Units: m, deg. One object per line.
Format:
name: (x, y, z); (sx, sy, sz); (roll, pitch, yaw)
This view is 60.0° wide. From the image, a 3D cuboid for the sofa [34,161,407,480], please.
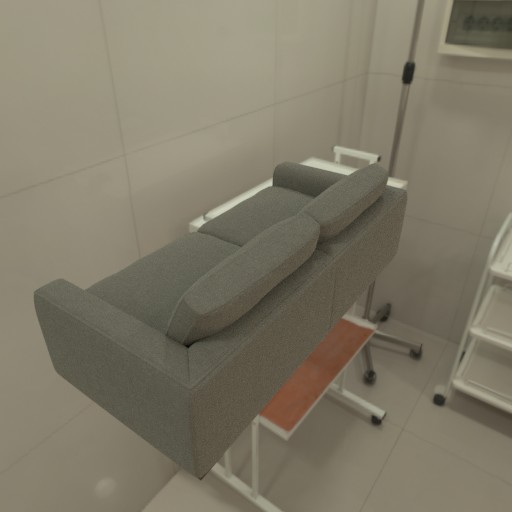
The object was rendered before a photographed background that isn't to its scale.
sofa: (0.000, 0.000, 2.685); (1.070, 0.801, 2.262); (21, 37, 30)
